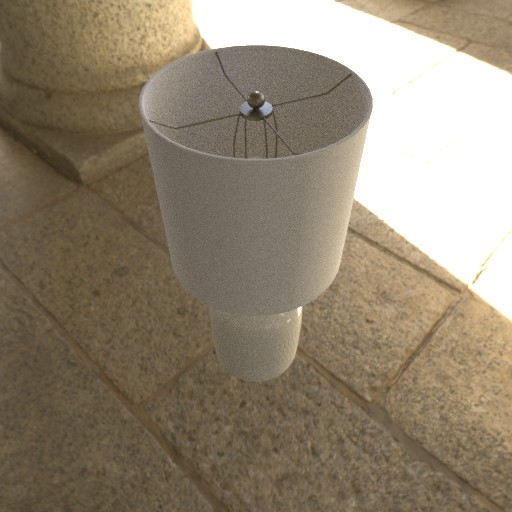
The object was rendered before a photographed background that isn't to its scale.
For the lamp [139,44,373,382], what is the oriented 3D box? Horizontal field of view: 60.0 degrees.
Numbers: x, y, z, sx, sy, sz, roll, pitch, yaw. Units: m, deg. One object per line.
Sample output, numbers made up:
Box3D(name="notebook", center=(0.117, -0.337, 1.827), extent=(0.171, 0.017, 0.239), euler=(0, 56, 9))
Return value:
Box3D(name="lamp", center=(0.000, 0.000, 0.504), extent=(0.188, 0.392, 0.188), euler=(11, 48, 10))
